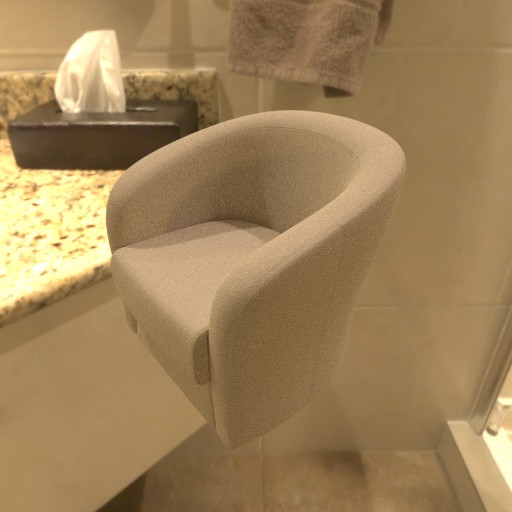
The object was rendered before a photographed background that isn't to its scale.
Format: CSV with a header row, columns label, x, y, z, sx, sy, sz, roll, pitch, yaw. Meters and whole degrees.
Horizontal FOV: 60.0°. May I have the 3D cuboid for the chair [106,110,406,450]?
label,x,y,z,sx,sy,sz,roll,pitch,yaw
chair,0.000,0.000,1.448,0.815,0.771,0.791,-23,39,-32
